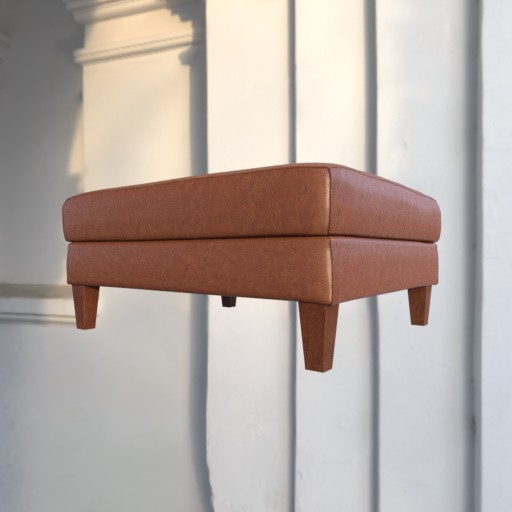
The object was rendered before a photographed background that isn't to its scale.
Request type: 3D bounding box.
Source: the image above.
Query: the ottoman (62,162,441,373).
[{"bbox_3d":[0.000,0.000,1.474,0.987,0.472,0.836,0,1,36],"label":"ottoman"}]
